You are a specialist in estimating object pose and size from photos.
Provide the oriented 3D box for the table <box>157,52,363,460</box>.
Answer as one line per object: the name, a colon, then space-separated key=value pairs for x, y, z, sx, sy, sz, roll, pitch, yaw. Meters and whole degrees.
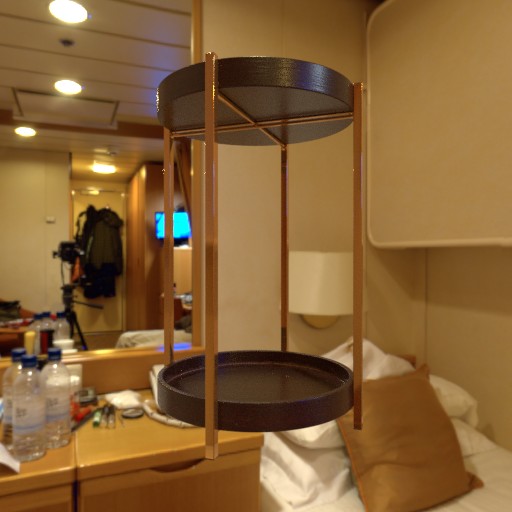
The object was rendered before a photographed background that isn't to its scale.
table: x=0.000 y=0.000 z=0.851 sx=0.400 sy=0.610 sz=0.400 roll=0 pitch=0 yaw=20
